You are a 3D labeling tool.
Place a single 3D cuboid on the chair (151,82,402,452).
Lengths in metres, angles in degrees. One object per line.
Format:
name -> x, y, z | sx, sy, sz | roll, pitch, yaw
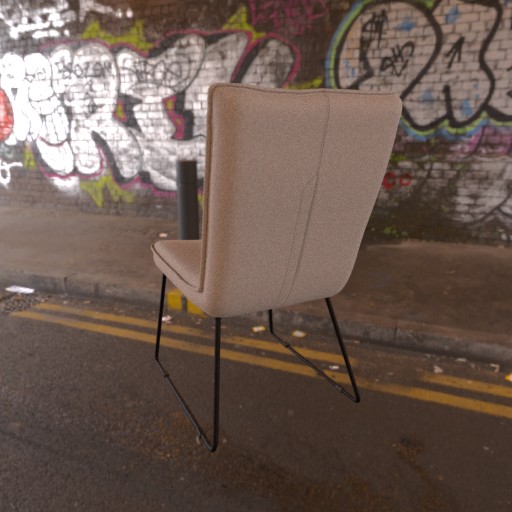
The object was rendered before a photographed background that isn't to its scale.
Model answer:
chair -> 0.000, 0.000, 1.366 | 0.515, 0.930, 0.688 | -8, 17, -26
